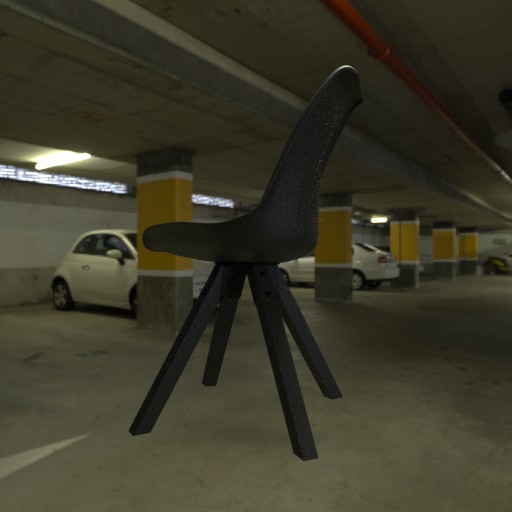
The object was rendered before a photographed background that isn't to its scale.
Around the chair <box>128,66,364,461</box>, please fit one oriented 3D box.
[{"bbox_3d":[0.000,0.000,1.179,0.550,0.850,0.485,0,0,18],"label":"chair"}]
